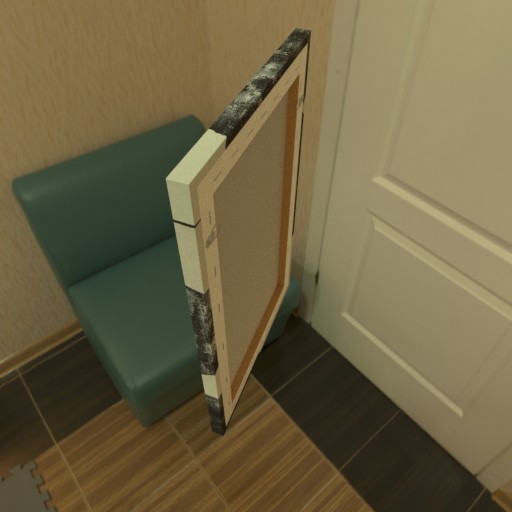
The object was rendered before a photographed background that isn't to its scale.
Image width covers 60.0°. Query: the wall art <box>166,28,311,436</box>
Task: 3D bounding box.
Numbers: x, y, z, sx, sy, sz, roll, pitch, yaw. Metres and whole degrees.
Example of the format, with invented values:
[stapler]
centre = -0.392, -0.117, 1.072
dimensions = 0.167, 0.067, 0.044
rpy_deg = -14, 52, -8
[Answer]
[wall art]
centre = 0.000, 0.000, 1.156
dimensions = 0.041, 0.915, 0.610
rpy_deg = 16, 49, 14
